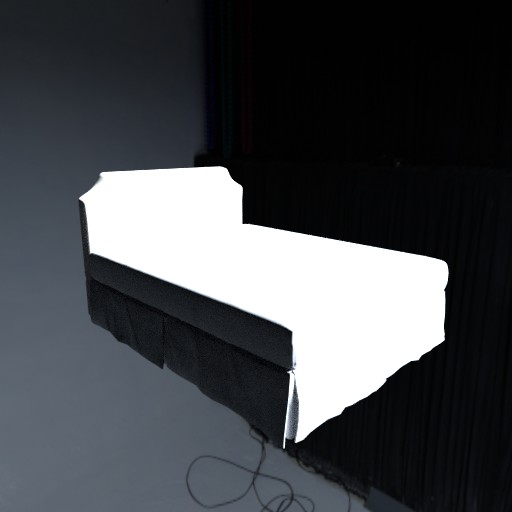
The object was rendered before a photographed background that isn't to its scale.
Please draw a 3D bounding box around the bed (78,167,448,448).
[{"bbox_3d":[0.000,0.000,3.625,1.977,1.293,2.498,-14,20,-43],"label":"bed"}]
